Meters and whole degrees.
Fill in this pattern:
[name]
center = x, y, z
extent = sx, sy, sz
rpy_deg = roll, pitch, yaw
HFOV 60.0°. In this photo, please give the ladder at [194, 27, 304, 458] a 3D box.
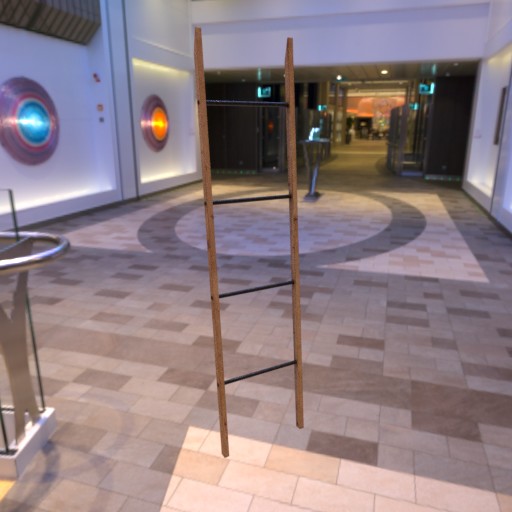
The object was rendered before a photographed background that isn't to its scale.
[ladder]
center = 0.000, 0.000, 1.946
extent = 0.442, 1.805, 0.200
rpy_deg = -9, 18, -28
